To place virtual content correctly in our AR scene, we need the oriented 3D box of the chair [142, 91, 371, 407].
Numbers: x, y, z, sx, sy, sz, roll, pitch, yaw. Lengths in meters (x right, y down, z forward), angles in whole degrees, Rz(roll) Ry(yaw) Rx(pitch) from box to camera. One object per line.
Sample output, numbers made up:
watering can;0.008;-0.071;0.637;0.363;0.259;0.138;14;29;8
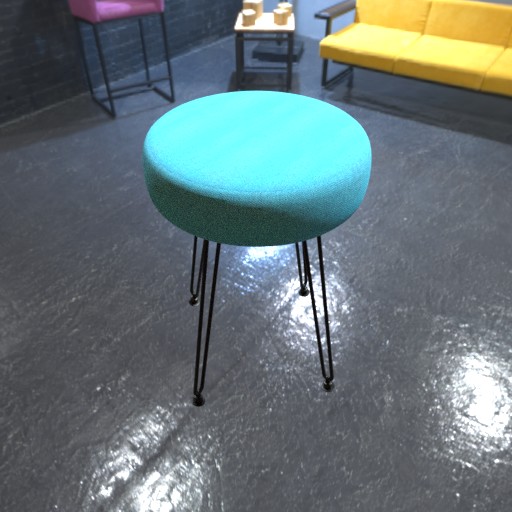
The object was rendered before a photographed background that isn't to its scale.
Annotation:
chair;0.000;0.000;0.712;0.350;0.440;0.350;28;49;27
